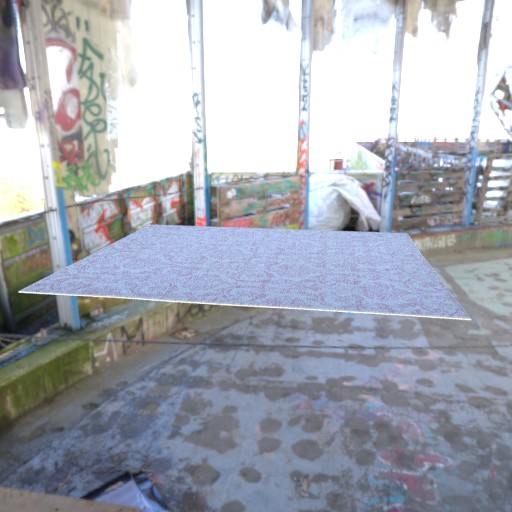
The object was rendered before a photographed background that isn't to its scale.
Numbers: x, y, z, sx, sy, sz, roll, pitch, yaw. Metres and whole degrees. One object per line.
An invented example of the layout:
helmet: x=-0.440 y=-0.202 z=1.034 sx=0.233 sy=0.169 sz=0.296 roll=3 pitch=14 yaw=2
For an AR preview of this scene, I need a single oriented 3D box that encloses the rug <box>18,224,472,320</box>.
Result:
rug: x=0.000 y=0.000 z=3.983 sx=2.980 sy=0.012 sz=2.363 roll=2 pitch=16 yaw=9
